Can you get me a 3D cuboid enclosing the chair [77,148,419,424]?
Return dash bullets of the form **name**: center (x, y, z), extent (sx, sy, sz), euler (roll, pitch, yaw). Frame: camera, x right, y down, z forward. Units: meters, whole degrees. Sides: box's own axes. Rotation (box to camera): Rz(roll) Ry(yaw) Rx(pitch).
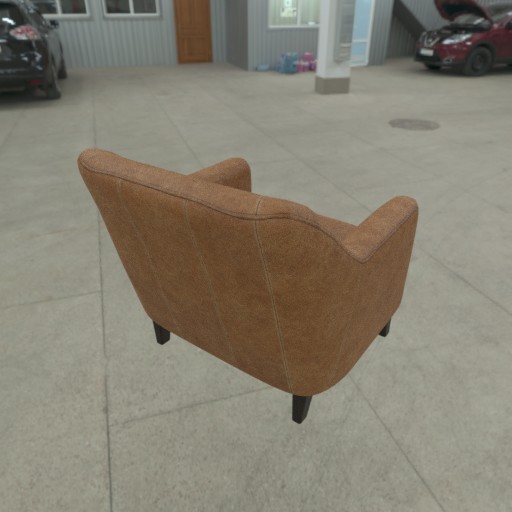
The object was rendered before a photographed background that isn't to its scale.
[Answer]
- **chair**: center (0.000, 0.000, 1.857), extent (1.037, 0.980, 1.034), euler (20, 35, 31)
